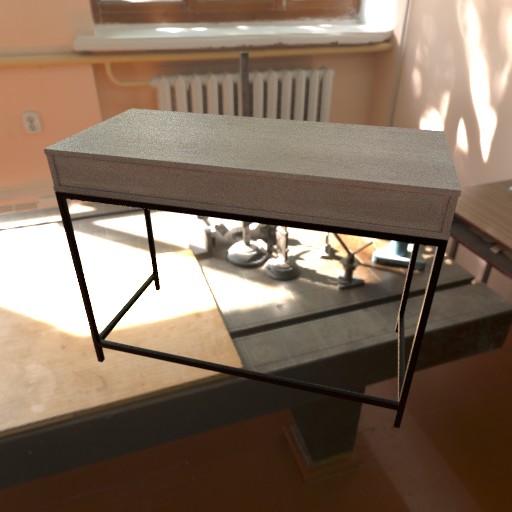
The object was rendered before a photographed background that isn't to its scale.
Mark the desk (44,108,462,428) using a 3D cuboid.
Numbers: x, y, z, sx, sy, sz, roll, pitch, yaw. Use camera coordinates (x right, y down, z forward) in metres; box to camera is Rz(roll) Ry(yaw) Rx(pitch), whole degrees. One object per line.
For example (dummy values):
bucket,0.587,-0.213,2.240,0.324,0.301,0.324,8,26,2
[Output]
desk,0.000,0.000,1.426,1.016,0.762,0.470,8,32,13
